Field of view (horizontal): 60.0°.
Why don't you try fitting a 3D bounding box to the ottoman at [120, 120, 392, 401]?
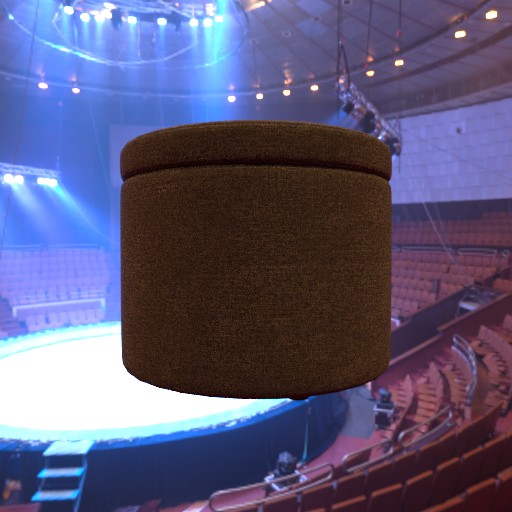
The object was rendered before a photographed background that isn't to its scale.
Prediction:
[{"bbox_3d":[0.000,0.000,0.855,0.500,0.419,0.500,0,1,0],"label":"ottoman"}]
